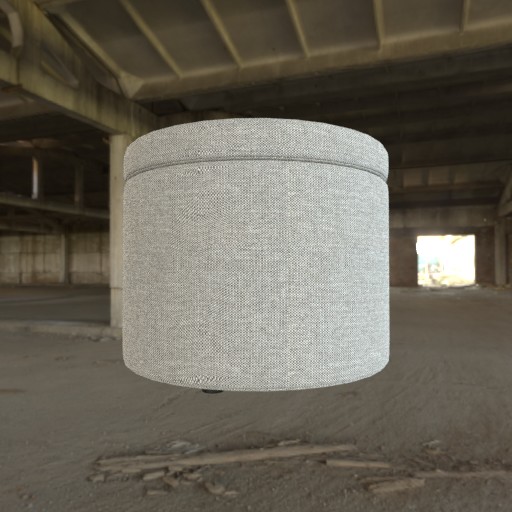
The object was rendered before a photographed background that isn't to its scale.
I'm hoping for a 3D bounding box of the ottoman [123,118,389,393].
[{"bbox_3d":[0.000,0.000,0.870,0.500,0.419,0.500,0,-1,0],"label":"ottoman"}]
